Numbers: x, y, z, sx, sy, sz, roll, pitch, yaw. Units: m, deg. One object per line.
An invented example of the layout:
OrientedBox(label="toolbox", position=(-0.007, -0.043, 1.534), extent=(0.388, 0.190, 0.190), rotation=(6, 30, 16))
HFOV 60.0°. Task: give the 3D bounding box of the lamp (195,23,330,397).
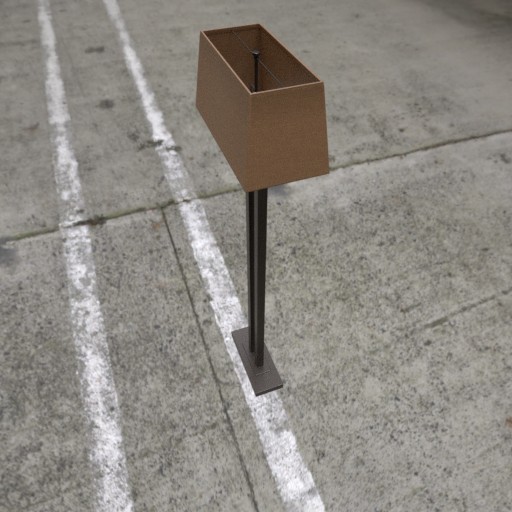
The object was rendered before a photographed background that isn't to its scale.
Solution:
OrientedBox(label="lamp", position=(0.000, 0.000, 1.637), extent=(0.233, 1.469, 0.475), rotation=(-15, 48, -14))
